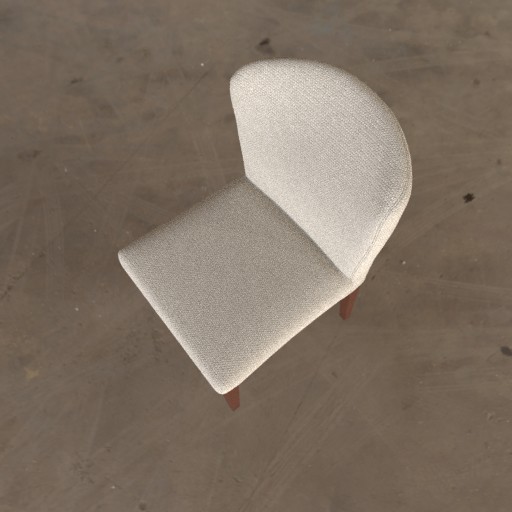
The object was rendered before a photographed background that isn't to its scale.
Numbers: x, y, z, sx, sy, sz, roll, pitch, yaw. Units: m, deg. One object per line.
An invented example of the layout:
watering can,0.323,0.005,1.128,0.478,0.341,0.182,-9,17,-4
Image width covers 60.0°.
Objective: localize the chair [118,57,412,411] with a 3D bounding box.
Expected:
chair,0.000,0.000,1.193,0.589,0.839,0.491,-36,68,-17
